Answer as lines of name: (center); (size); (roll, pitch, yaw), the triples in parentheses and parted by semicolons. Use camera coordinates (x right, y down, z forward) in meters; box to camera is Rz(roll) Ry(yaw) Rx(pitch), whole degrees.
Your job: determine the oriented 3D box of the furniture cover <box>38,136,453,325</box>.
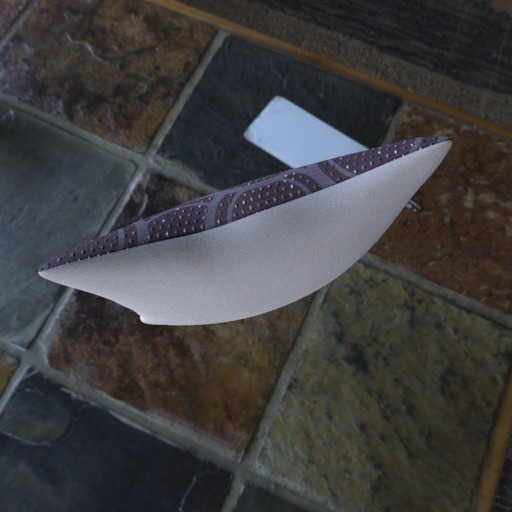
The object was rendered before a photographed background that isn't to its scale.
furniture cover: (0.000, 0.000, 0.795); (0.552, 0.509, 0.193); (-18, 76, -5)
